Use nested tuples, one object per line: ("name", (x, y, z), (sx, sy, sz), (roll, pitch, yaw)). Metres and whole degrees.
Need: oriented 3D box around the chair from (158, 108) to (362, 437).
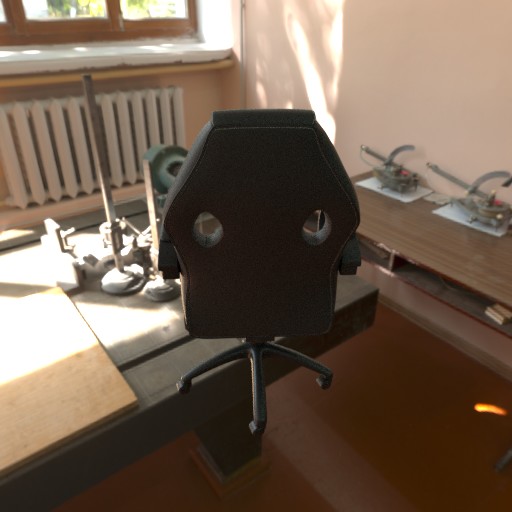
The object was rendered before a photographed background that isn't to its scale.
("chair", (0.000, 0.000, 1.659), (0.673, 1.187, 0.724), (-1, 29, -2))
